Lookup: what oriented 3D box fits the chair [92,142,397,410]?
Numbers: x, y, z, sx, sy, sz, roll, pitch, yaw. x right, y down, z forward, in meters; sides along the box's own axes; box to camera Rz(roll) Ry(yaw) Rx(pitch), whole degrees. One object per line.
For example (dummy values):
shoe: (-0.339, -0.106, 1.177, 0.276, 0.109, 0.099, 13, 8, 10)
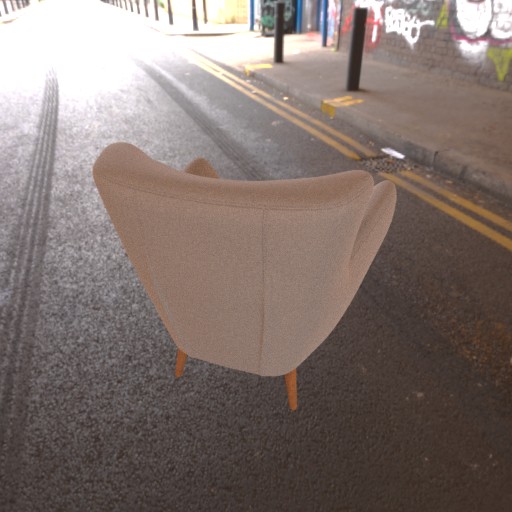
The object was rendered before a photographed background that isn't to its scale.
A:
chair: (0.000, 0.000, 1.614, 0.890, 0.889, 0.889, 11, 33, 17)
